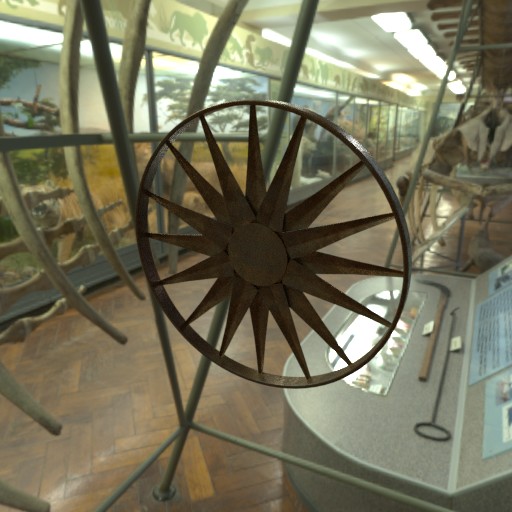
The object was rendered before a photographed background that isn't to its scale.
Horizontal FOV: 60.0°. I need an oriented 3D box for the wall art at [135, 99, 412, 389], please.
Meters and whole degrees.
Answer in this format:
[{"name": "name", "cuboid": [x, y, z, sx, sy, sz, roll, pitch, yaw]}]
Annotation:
[{"name": "wall art", "cuboid": [0.000, 0.000, 0.874, 0.582, 0.583, 0.084, 8, 18, 26]}]
